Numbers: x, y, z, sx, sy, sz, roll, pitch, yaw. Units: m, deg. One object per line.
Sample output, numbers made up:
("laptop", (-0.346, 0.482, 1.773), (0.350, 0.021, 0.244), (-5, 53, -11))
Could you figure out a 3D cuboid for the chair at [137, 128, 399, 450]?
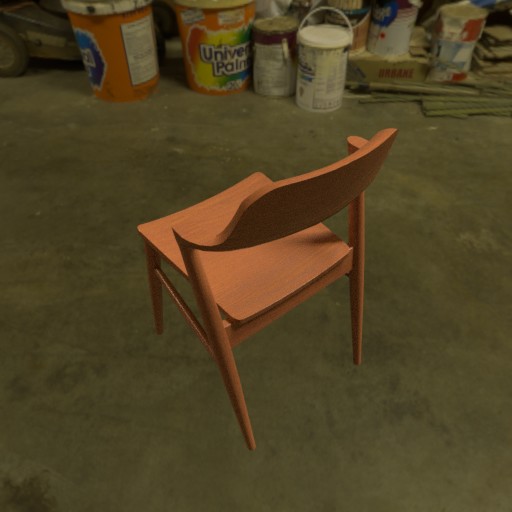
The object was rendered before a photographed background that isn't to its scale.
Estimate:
("chair", (0.000, 0.000, 1.124), (0.496, 0.801, 0.499), (-29, 51, -26))
